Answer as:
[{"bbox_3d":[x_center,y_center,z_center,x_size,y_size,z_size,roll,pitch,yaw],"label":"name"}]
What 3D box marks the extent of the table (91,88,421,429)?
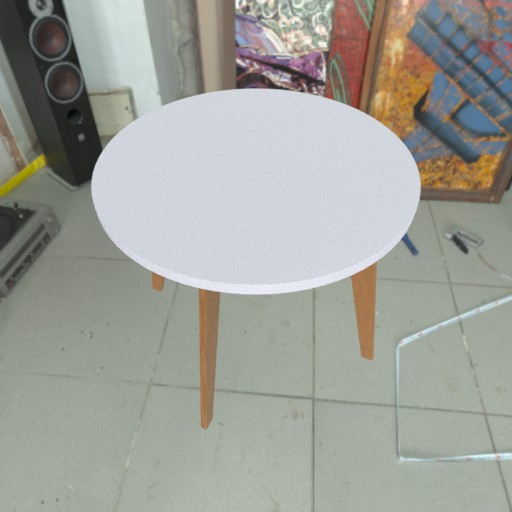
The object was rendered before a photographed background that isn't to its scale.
[{"bbox_3d":[0.000,0.000,1.519,0.896,0.762,0.896,0,46,0],"label":"table"}]
